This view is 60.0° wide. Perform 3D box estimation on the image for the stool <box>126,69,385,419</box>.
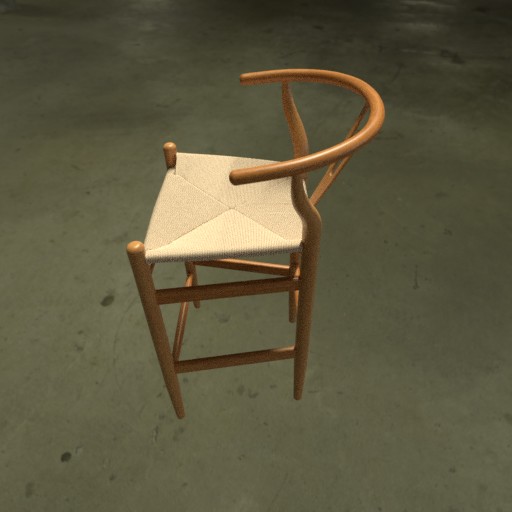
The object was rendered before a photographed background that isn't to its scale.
[{"bbox_3d":[0.000,0.000,1.331,0.579,0.970,0.569,0,41,0],"label":"stool"}]
